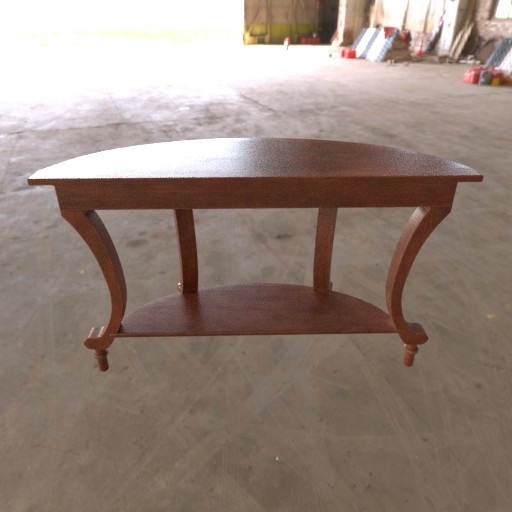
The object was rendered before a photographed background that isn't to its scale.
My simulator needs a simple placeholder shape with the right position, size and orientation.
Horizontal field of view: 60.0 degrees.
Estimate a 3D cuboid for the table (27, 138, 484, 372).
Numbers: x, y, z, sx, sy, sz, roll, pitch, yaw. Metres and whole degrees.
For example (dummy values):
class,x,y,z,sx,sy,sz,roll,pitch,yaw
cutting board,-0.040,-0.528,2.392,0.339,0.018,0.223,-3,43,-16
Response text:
class,x,y,z,sx,sy,sz,roll,pitch,yaw
table,0.000,0.000,1.505,1.198,0.699,0.394,-1,30,-1
